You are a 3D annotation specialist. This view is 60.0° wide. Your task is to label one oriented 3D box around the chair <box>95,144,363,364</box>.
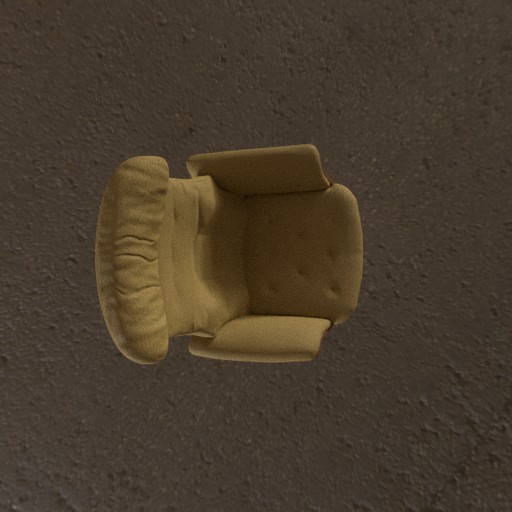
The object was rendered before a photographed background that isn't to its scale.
[{"bbox_3d":[0.000,0.000,1.596,0.837,0.995,0.785,0,91,0],"label":"chair"}]
